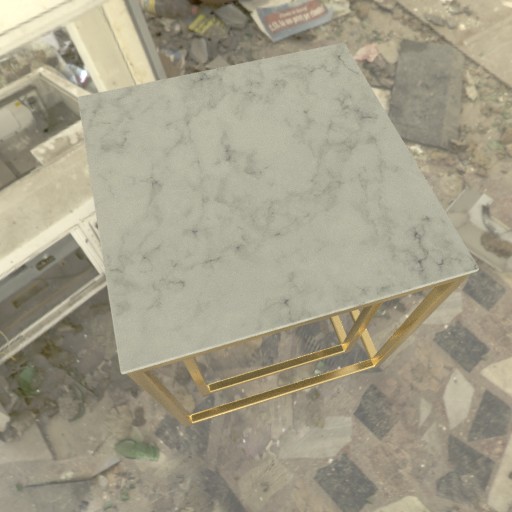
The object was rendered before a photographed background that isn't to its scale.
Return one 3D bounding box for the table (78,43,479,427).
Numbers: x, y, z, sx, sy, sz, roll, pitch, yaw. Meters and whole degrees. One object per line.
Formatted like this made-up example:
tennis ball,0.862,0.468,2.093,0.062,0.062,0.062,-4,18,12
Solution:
table,0.000,0.000,0.845,0.450,0.500,0.450,-15,63,-8
